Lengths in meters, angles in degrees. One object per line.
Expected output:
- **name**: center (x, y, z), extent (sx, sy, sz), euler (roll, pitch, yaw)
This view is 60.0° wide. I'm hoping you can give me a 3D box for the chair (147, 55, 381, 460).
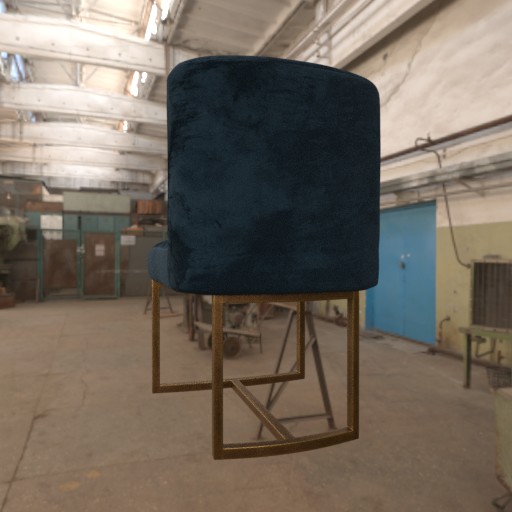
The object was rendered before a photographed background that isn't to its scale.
- **chair**: center (0.000, 0.000, 1.169), extent (0.530, 0.824, 0.560), euler (0, 1, -18)
